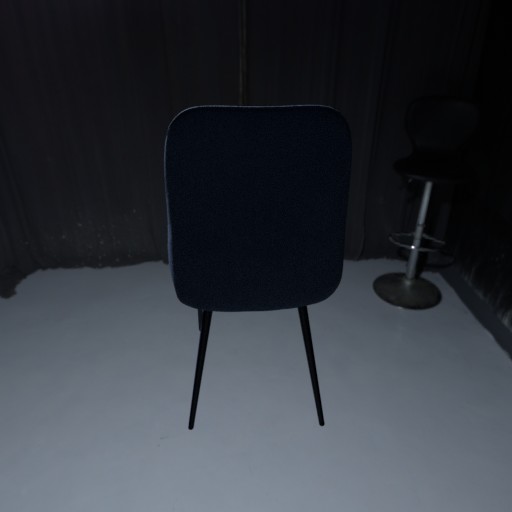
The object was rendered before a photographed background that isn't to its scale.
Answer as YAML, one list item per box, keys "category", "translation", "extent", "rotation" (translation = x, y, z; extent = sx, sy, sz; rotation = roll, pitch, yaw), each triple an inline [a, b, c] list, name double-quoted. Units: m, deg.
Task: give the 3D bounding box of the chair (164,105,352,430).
- category: "chair"
  translation: [0.000, 0.000, 1.214]
  extent: [0.478, 0.896, 0.559]
  rotation: [-1, 30, -2]
